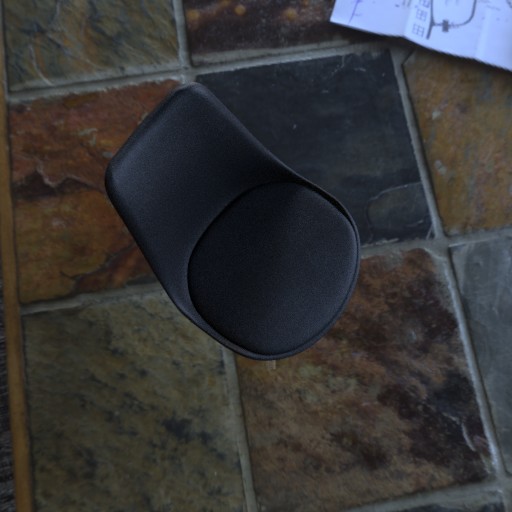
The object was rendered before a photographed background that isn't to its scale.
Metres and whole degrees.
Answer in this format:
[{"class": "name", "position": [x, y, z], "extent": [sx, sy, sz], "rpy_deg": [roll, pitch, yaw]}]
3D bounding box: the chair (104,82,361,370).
[{"class": "chair", "position": [0.000, 0.000, 1.202], "extent": [0.549, 0.850, 0.485], "rpy_deg": [36, 80, 7]}]
